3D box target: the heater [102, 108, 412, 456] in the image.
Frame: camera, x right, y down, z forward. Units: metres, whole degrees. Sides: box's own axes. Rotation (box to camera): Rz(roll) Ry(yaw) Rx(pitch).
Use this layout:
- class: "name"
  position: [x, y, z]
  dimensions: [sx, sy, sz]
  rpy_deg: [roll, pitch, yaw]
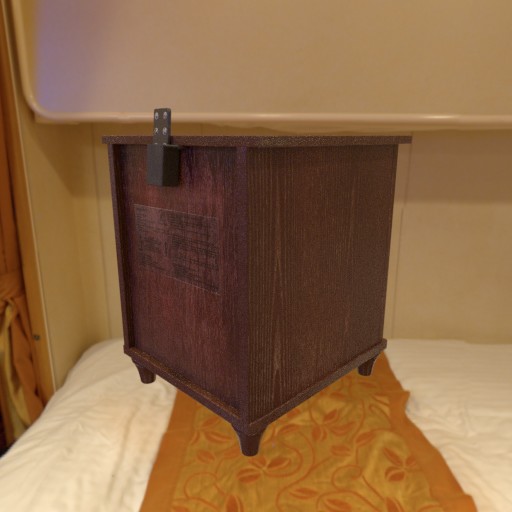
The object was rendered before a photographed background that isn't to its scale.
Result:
- class: "heater"
  position: [0.000, 0.000, 0.783]
  dimensions: [0.362, 0.481, 0.400]
  rpy_deg: [15, 21, 43]
